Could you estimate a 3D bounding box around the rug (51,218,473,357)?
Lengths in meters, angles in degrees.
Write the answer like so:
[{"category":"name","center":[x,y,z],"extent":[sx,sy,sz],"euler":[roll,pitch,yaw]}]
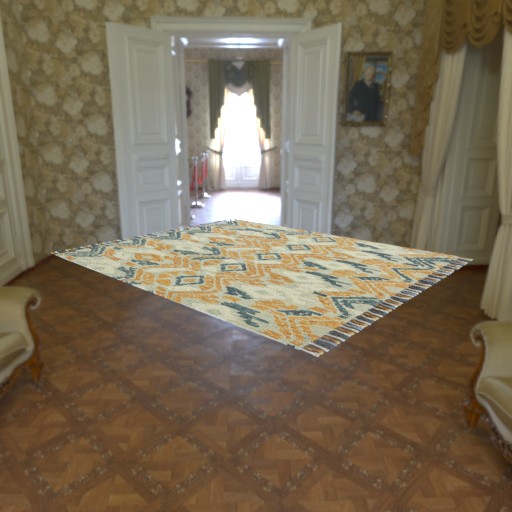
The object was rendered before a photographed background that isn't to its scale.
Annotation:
[{"category":"rug","center":[0.000,0.000,4.072],"extent":[3.048,0.010,2.439],"euler":[13,20,40]}]
